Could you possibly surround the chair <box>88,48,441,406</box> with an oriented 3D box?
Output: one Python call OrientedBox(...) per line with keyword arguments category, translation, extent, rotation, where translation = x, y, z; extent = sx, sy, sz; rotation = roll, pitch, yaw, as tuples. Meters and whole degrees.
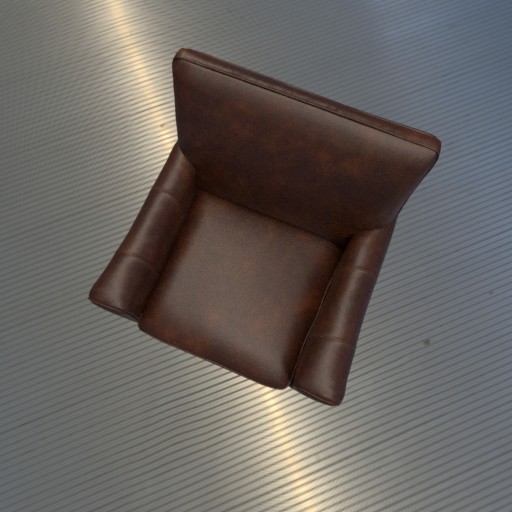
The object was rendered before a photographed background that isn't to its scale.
OrientedBox(category="chair", translation=(0.000, 0.000, 1.618), extent=(0.870, 0.943, 0.823), rotation=(22, 76, 6))
